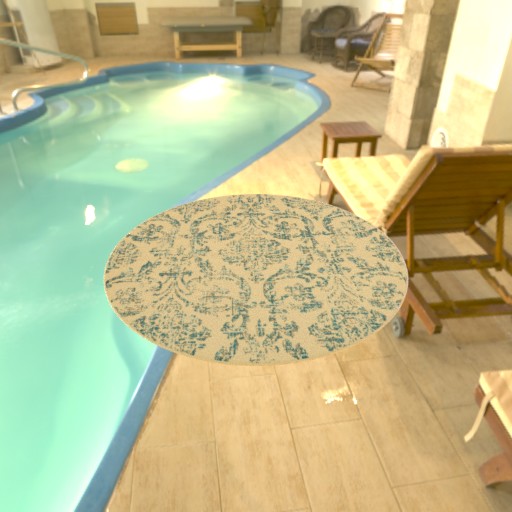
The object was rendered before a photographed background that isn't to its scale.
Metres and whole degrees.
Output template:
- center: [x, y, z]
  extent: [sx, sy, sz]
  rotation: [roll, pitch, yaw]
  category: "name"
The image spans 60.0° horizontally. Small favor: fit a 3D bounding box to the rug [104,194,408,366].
- center: [0.000, 0.000, 2.411]
  extent: [1.593, 0.012, 1.593]
  rotation: [0, 33, 0]
  category: "rug"
